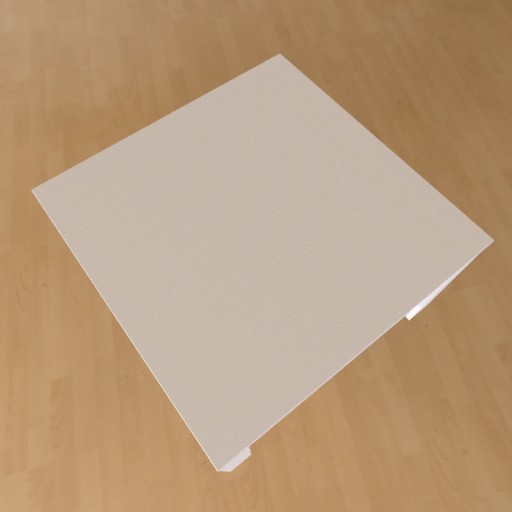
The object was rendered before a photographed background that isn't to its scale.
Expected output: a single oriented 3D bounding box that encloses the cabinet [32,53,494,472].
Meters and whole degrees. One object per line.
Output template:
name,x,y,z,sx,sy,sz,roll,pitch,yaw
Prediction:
cabinet,0.000,0.000,1.280,0.800,0.460,0.800,-35,69,-16
